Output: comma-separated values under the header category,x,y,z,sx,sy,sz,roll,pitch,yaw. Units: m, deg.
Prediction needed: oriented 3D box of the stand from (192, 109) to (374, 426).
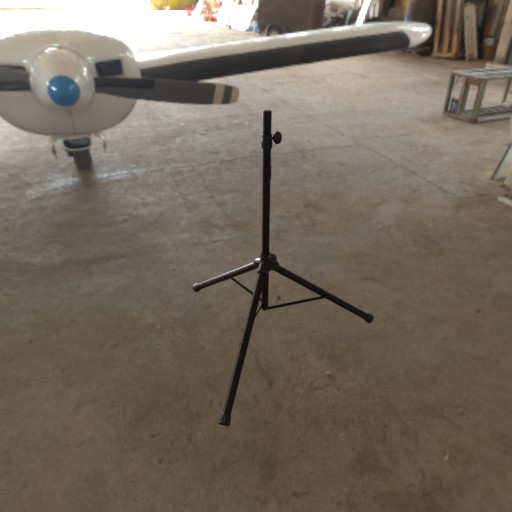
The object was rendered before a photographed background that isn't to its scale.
category,x,y,z,sx,sy,sz,roll,pitch,yaw
stand,0.000,0.000,1.882,1.045,1.136,0.907,10,33,15
